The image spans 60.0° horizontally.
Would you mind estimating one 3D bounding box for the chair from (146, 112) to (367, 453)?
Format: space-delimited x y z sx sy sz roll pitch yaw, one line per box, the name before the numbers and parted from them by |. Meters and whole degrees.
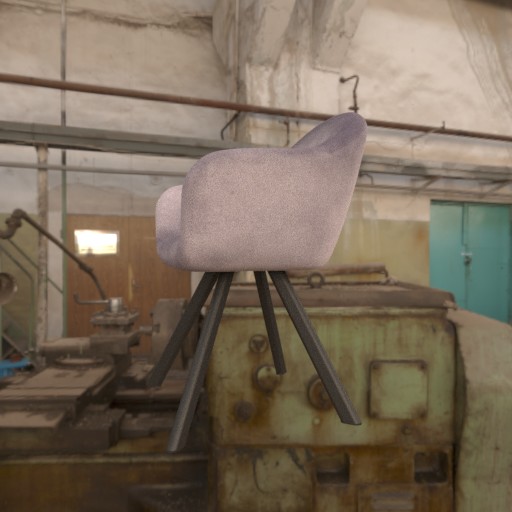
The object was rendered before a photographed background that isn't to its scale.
chair | 0.000 0.000 1.192 0.540 0.780 0.570 0 1 -19
